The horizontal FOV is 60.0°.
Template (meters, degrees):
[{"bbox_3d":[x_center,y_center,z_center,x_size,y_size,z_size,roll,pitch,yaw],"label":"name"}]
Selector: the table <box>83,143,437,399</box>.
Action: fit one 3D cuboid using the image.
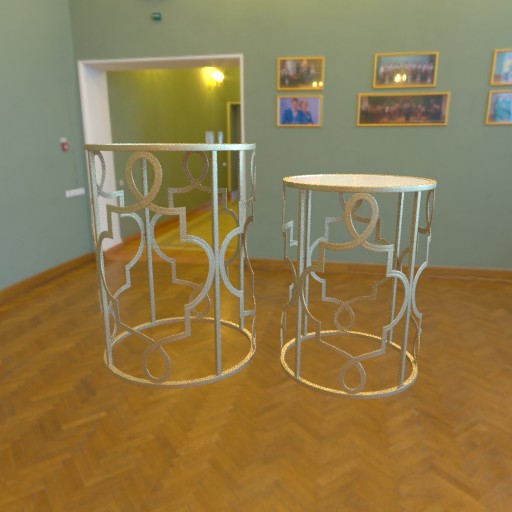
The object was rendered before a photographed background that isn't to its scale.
[{"bbox_3d":[0.000,0.000,1.153,0.846,0.564,0.420,2,15,9],"label":"table"}]
